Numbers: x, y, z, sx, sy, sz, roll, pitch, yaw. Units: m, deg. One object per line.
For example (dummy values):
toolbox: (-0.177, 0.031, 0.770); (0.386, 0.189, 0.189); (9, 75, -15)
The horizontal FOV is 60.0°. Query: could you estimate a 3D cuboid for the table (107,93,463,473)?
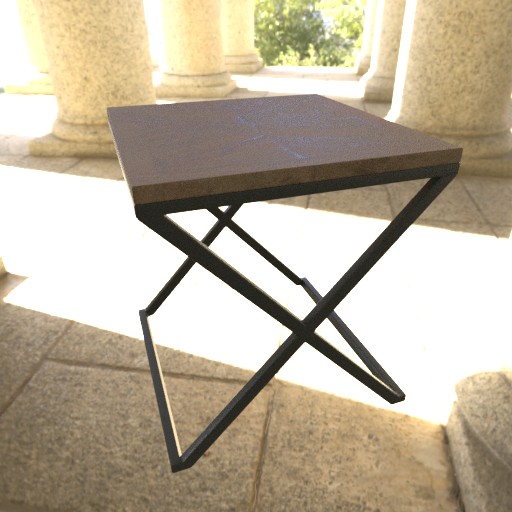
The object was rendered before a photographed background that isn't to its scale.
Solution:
table: (0.000, 0.000, 0.939); (0.498, 0.550, 0.499); (-10, 31, -17)
